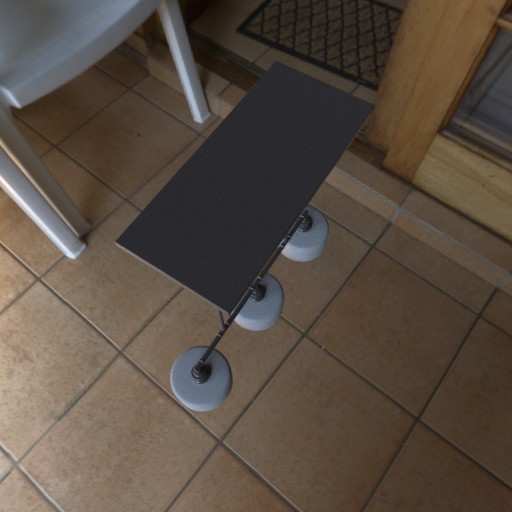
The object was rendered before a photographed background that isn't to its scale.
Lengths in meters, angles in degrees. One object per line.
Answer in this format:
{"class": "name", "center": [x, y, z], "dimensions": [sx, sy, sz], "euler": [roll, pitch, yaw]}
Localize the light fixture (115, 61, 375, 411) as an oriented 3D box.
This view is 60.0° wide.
{"class": "light fixture", "center": [0.000, 0.000, 0.867], "dimensions": [0.177, 0.557, 0.582], "euler": [30, 68, 14]}
